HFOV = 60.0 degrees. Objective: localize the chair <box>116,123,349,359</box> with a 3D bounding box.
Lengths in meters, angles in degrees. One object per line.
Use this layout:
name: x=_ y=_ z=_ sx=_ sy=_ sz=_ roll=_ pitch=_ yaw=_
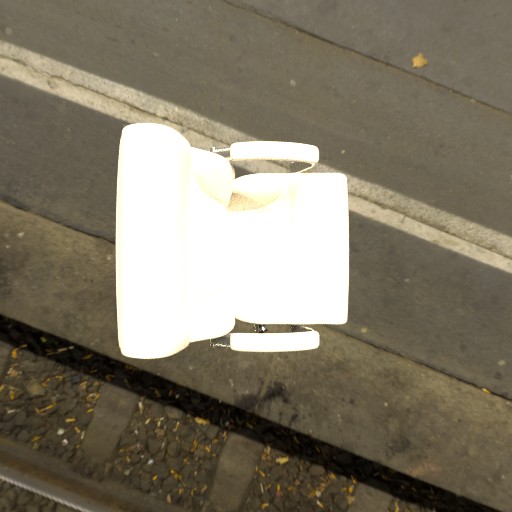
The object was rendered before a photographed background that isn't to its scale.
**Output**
chair: x=0.000 y=0.000 z=1.578 sx=0.745 sy=1.099 sz=0.727 roll=0 pitch=89 yaw=0
